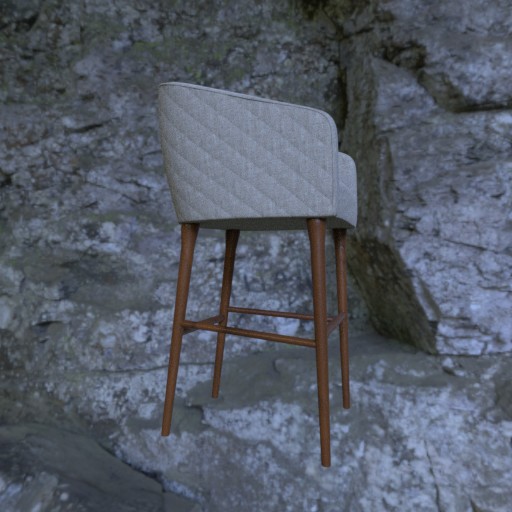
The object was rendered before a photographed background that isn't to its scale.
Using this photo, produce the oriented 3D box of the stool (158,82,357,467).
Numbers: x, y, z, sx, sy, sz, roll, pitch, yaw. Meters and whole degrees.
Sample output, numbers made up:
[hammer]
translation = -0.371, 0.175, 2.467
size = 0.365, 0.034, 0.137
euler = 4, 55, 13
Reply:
[stool]
translation = 0.000, 0.000, 1.437
size = 0.607, 1.078, 0.559
euler = 0, 0, 18
